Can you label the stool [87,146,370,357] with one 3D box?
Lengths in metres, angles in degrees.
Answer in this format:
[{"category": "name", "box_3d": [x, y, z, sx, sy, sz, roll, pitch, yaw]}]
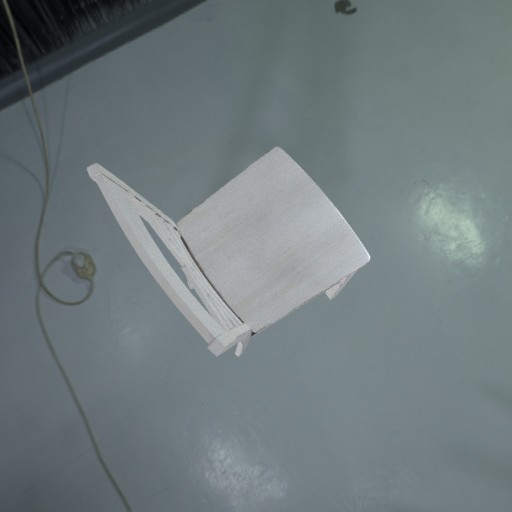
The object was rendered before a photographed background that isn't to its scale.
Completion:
[{"category": "stool", "box_3d": [0.000, 0.000, 1.401, 0.539, 1.079, 0.462, -35, 77, -9]}]
